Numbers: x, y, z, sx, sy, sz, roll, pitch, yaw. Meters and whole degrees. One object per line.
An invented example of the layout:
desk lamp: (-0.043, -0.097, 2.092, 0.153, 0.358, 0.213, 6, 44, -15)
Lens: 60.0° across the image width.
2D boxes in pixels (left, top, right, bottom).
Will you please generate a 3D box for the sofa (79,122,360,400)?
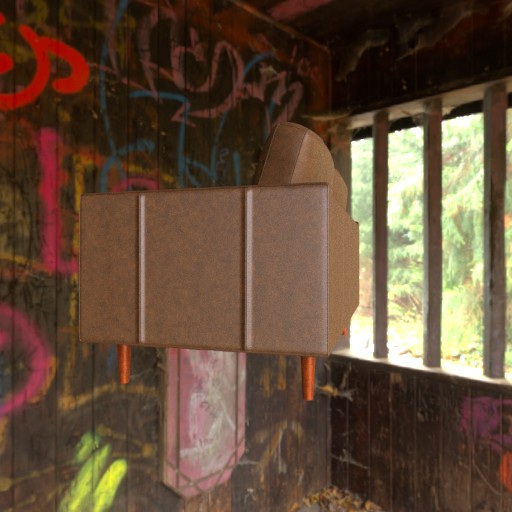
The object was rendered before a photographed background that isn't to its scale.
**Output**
sofa: (0.000, 0.000, 2.184, 0.909, 0.951, 1.578, 0, 0, 16)
